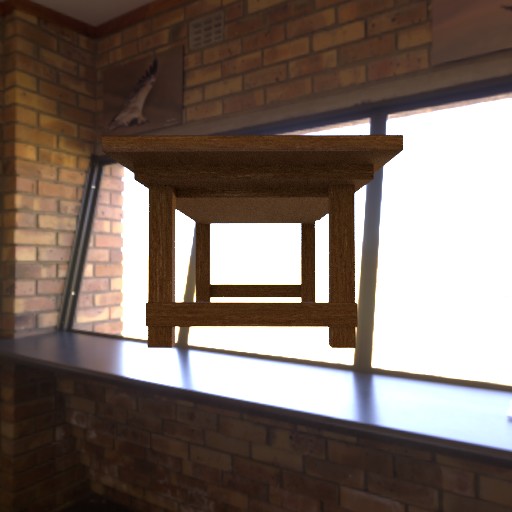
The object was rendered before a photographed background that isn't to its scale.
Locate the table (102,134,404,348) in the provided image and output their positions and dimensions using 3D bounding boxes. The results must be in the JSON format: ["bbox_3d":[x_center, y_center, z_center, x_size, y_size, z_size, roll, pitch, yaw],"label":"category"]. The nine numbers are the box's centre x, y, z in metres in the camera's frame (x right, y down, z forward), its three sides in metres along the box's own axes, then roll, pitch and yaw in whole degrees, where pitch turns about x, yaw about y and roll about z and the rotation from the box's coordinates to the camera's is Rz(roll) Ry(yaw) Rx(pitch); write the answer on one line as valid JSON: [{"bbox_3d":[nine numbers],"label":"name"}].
[{"bbox_3d":[0.000,0.000,2.446,1.000,0.762,1.982,0,-1,1],"label":"table"}]
